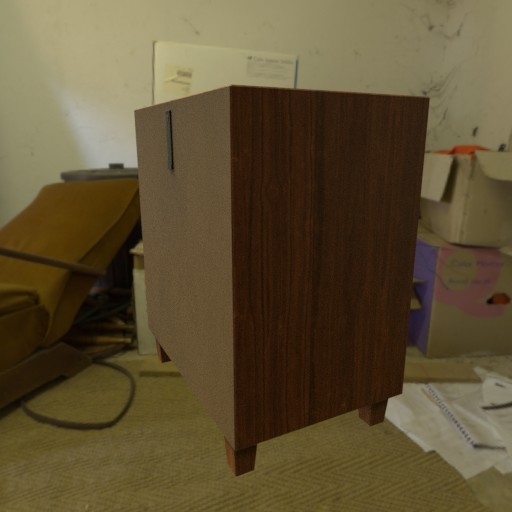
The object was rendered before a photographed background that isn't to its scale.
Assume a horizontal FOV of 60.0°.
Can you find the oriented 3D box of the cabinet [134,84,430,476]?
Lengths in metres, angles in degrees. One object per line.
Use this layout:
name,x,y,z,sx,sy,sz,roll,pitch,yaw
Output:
cabinet,0.000,0.000,1.070,0.410,0.695,0.607,-7,16,-27
